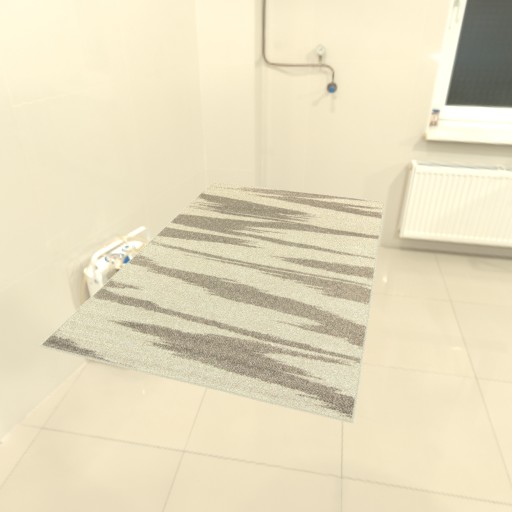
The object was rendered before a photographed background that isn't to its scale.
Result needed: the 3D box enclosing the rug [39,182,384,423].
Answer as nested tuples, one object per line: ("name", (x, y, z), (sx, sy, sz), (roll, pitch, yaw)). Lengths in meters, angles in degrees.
("rug", (0.000, 0.000, 2.332), (1.225, 0.008, 1.827), (9, 32, 15))
